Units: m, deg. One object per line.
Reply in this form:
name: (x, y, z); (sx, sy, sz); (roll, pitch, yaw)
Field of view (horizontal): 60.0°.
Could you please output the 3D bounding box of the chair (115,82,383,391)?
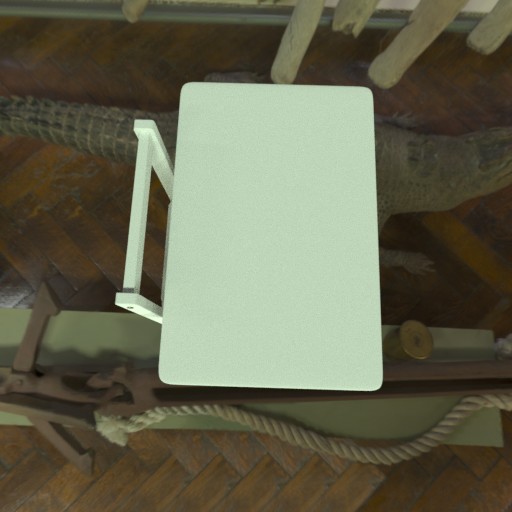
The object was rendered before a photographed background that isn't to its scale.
chair: (0.000, 0.000, 1.102); (0.461, 0.673, 0.599); (2, 76, 0)
